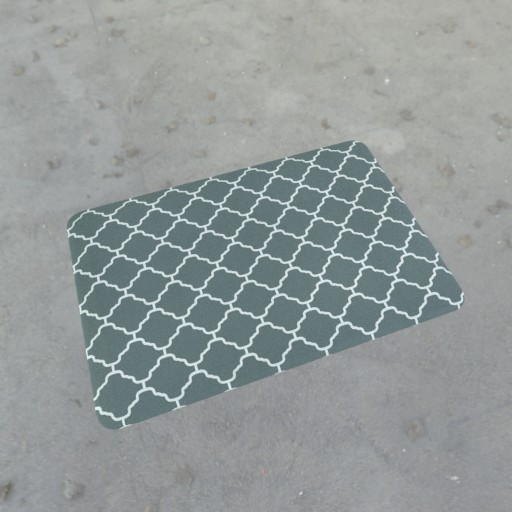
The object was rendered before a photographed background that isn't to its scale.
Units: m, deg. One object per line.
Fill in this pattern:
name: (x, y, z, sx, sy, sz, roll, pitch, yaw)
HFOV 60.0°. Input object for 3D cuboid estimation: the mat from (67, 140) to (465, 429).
mat: (0.000, 0.000, 0.963, 0.762, 0.021, 0.508, -17, 60, -10)
